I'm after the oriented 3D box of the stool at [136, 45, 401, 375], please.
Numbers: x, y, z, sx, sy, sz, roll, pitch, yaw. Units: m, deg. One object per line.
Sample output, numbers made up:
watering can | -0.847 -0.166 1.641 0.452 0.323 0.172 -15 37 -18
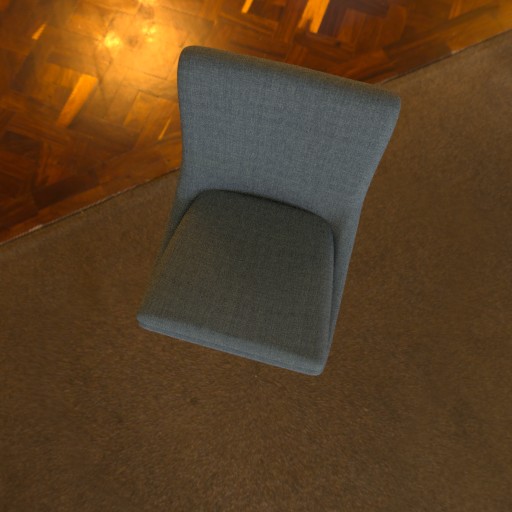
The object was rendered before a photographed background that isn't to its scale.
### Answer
stool | 0.000 0.000 1.174 0.467 0.895 0.524 15 75 4
